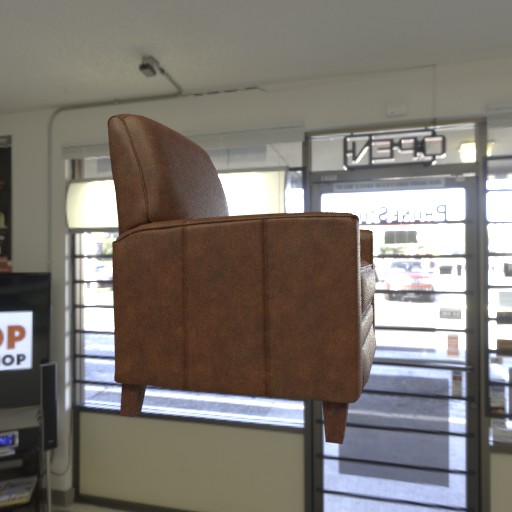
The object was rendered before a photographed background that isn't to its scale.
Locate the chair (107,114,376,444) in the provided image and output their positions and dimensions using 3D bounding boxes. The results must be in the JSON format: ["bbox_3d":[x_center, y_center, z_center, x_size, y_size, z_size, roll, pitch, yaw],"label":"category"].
[{"bbox_3d":[0.000,0.000,1.649,0.850,1.010,0.839,0,0,18],"label":"chair"}]
